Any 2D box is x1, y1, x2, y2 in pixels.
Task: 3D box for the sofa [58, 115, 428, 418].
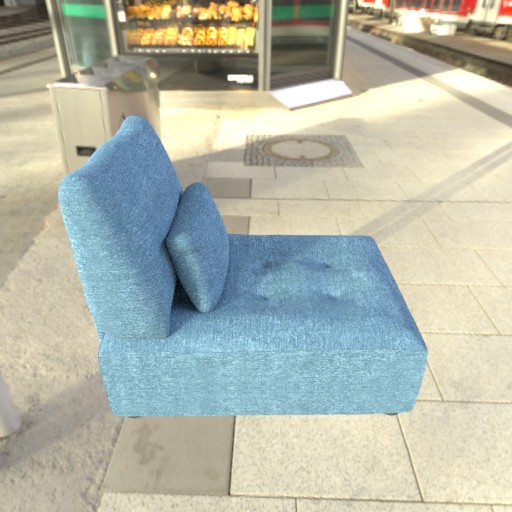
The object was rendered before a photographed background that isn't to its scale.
[{"bbox_3d":[0.000,0.000,1.518,1.000,0.820,0.700,0,31,0],"label":"sofa"}]
